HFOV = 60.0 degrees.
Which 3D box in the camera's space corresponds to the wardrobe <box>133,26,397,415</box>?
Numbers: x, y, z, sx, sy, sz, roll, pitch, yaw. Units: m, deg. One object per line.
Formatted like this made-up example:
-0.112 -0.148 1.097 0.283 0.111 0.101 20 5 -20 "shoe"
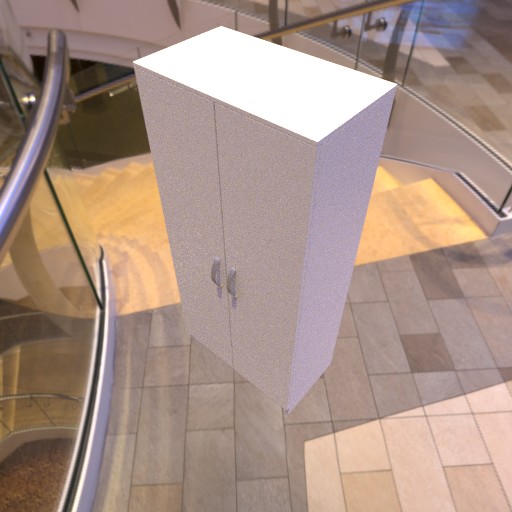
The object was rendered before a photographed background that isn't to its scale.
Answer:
0.000 0.000 2.047 0.760 1.700 0.470 32 54 27 "wardrobe"
